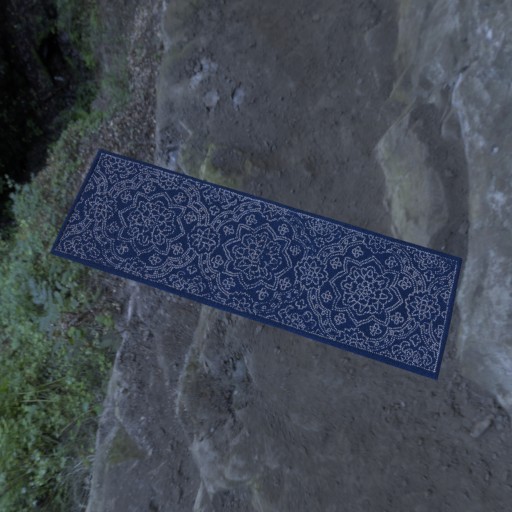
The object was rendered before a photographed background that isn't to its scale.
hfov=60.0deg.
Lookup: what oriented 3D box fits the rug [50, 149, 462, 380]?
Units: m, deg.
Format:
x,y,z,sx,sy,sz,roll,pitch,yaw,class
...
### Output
x,y,z,sx,sy,sz,roll,pitch,yaw,class
0.000,0.000,2.743,2.448,0.012,0.769,17,75,5,rug
